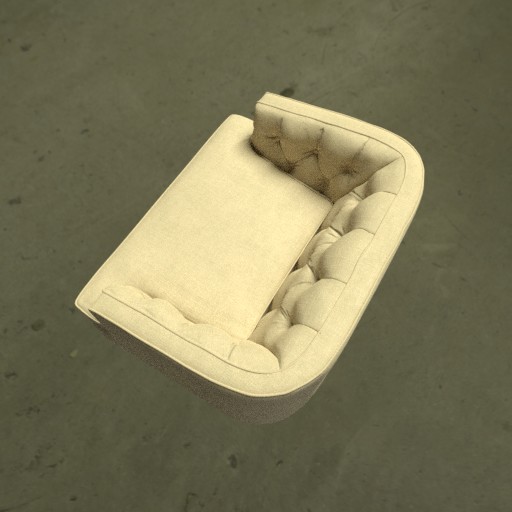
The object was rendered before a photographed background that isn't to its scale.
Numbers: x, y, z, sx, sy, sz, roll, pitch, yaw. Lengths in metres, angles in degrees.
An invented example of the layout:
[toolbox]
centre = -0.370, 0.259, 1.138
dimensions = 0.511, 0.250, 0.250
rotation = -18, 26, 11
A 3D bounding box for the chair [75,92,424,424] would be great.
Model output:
[chair]
centre = 0.000, 0.000, 1.762
dimensions = 0.914, 0.787, 1.118
rotation = 29, 67, 13
